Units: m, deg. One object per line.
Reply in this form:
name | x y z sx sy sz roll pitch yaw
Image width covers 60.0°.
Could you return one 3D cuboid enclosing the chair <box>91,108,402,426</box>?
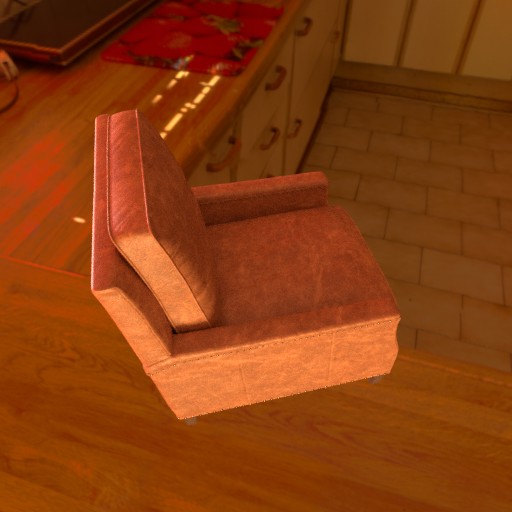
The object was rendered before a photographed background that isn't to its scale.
chair | 0.000 0.000 1.774 1.035 1.054 0.854 -10 48 -9
